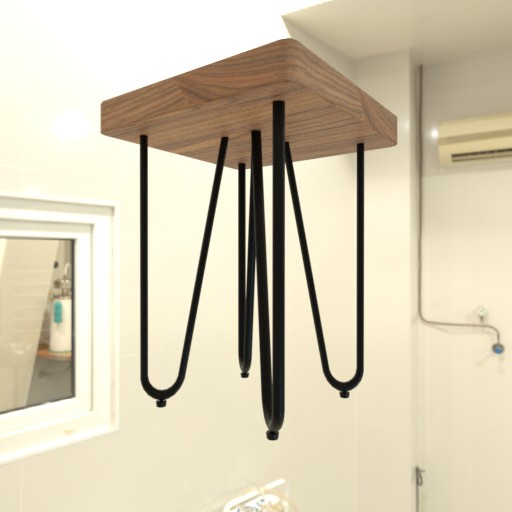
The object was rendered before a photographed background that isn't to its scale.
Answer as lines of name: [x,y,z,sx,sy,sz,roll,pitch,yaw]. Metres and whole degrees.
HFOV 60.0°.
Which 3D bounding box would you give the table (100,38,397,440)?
table: [0.000,0.000,0.977,0.480,0.641,0.479,0,-1,36]
